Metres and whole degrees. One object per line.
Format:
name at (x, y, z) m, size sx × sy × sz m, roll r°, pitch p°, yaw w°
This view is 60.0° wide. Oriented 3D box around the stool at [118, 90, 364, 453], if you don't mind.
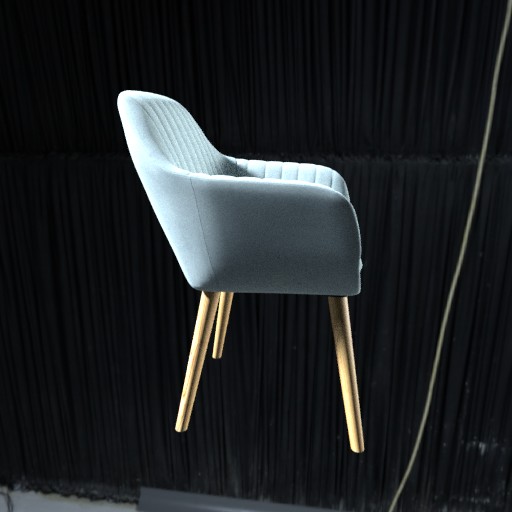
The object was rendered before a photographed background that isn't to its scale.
stool at (0.000, 0.000, 1.191) m, size 0.590 × 0.830 × 0.503 m, roll 2°, pitch 16°, yaw 9°
